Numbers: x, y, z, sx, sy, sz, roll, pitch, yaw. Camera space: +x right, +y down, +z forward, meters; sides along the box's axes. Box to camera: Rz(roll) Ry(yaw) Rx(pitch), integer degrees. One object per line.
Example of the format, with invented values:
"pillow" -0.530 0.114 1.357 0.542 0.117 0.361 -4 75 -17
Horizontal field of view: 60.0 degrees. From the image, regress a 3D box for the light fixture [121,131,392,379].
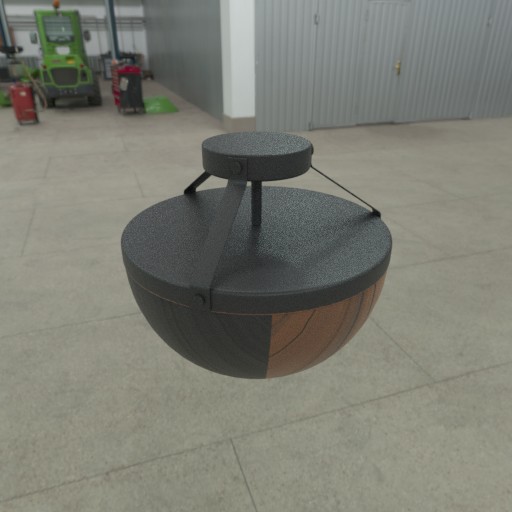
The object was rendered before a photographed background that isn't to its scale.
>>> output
"light fixture" 0.000 0.000 0.529 0.304 0.269 0.304 0 27 0
